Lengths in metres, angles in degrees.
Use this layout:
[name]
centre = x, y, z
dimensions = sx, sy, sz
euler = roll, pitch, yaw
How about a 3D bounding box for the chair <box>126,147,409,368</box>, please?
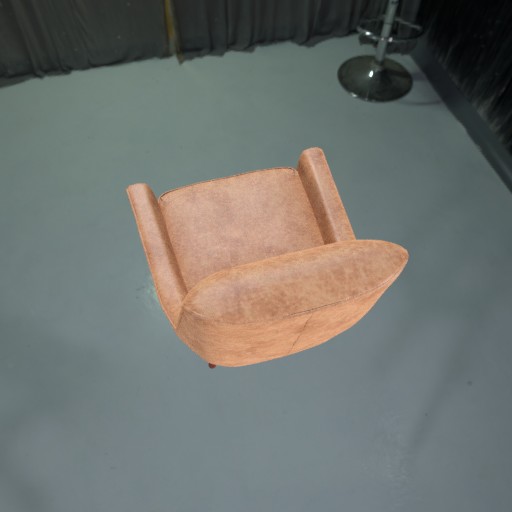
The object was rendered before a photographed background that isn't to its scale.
[chair]
centre = 0.000, 0.000, 1.468
dimensions = 0.753, 0.883, 0.851
euler = -13, 58, -9
